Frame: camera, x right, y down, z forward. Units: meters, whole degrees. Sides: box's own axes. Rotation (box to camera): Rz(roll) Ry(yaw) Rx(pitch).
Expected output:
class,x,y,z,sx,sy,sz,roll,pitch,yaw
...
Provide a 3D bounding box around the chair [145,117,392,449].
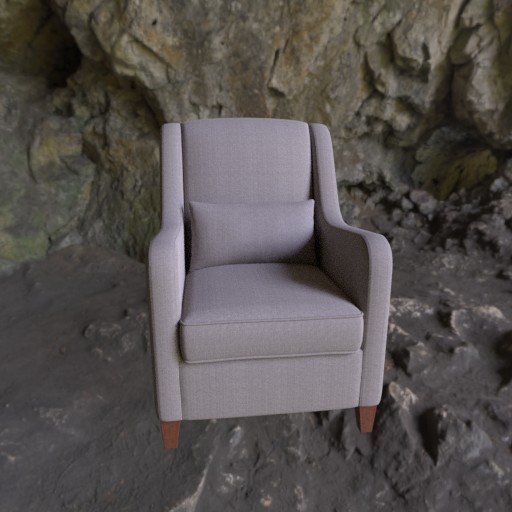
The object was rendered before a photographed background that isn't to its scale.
class,x,y,z,sx,sy,sz,roll,pitch,yaw
chair,0.000,0.000,1.664,0.715,1.017,0.890,-2,16,-7
